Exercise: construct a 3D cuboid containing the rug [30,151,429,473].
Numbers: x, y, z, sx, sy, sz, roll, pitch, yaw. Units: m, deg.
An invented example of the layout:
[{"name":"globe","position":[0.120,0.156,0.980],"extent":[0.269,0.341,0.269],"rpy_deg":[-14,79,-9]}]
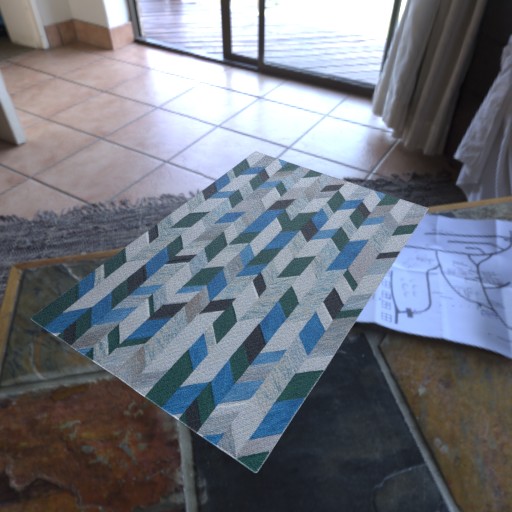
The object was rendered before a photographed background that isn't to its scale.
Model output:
[{"name":"rug","position":[0.000,0.000,2.296],"extent":[1.229,0.005,1.827],"rpy_deg":[24,47,24]}]
